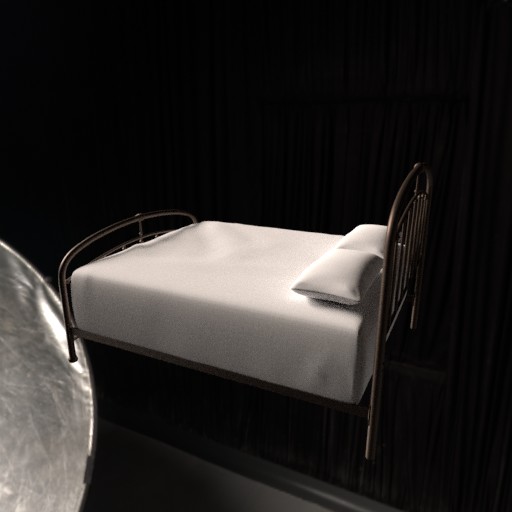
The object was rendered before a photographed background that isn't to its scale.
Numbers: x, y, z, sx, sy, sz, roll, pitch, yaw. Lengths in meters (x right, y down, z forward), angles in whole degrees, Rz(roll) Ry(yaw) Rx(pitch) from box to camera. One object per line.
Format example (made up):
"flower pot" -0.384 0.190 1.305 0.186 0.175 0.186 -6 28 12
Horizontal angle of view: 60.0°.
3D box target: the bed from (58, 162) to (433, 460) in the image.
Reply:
"bed" 0.000 0.000 3.229 2.180 1.425 1.711 8 19 25
